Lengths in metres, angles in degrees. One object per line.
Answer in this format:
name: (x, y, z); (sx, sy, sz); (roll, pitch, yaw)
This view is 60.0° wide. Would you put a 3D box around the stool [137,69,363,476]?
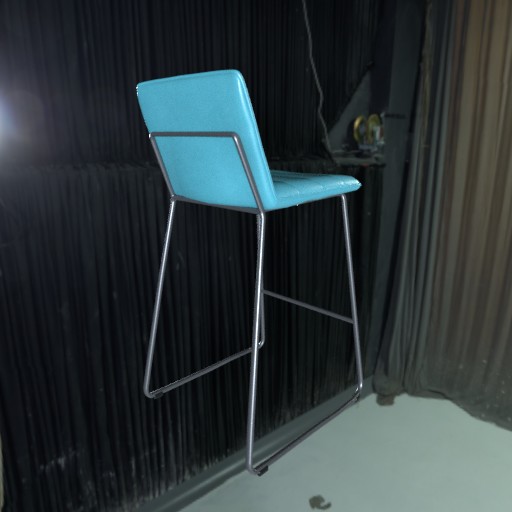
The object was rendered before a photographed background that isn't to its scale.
stool: (0.000, 0.000, 1.283); (0.489, 0.936, 0.524); (15, 21, 43)
